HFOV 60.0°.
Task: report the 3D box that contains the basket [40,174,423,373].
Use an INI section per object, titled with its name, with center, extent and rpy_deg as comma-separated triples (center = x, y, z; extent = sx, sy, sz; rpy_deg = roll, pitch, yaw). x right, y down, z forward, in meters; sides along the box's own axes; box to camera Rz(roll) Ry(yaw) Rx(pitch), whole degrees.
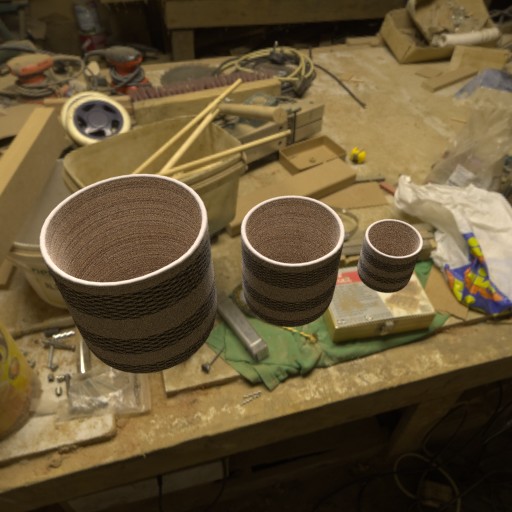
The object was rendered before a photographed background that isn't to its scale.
[basket]
center = 0.000, 0.000, 1.108
extent = 0.917, 0.356, 0.351
rpy_deg = -10, 47, -10
